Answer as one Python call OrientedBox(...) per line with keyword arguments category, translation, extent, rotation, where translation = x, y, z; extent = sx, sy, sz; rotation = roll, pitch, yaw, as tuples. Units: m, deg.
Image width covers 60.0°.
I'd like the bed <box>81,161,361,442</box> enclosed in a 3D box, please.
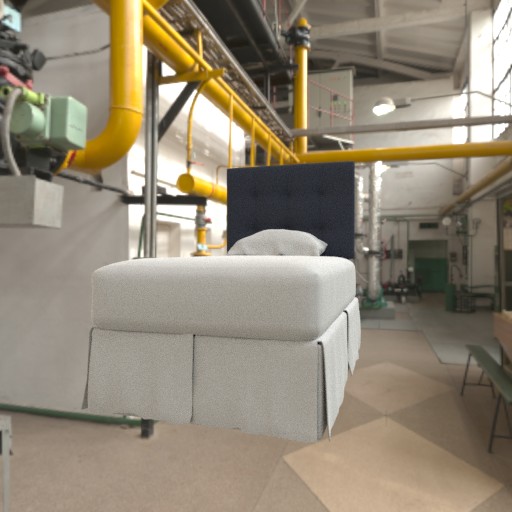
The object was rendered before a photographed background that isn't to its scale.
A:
OrientedBox(category="bed", translation=(0.000, 0.000, 2.966), extent=(1.261, 1.571, 1.997), rotation=(0, 1, 17))
